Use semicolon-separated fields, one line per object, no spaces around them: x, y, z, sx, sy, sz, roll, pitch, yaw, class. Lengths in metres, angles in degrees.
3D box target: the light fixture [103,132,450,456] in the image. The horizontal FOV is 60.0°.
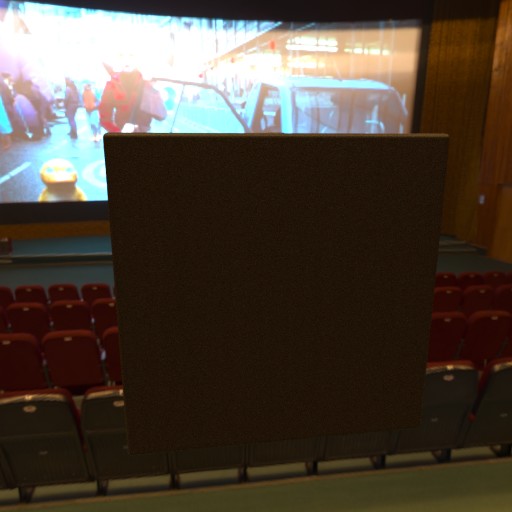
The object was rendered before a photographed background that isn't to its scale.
0.000;0.000;0.233;0.121;0.121;0.143;-2;14;-8;light fixture
